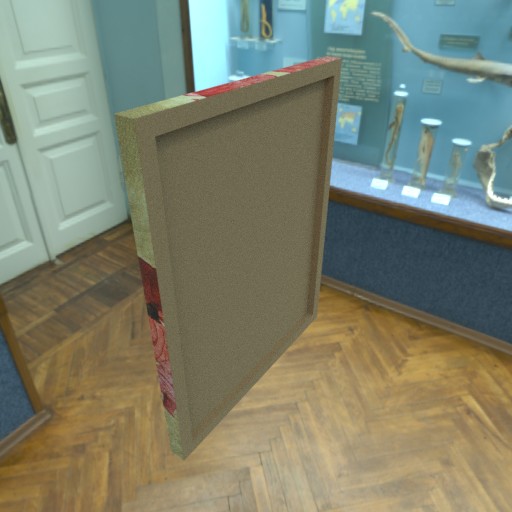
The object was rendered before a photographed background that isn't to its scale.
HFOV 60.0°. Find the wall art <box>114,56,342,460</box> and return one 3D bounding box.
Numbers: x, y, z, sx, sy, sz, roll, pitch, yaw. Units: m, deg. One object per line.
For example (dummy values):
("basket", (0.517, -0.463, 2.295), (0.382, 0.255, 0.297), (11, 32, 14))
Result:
("wall art", (0.000, 0.000, 0.672), (0.028, 0.508, 0.406), (21, 38, 30))
